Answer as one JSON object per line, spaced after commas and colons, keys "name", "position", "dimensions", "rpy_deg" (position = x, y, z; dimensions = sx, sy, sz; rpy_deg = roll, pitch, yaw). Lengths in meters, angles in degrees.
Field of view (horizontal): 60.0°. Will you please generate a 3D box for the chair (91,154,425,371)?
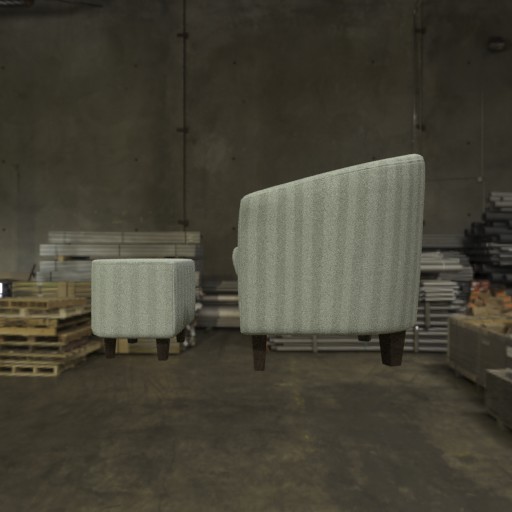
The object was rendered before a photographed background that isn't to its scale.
{"name": "chair", "position": [0.000, 0.000, 1.771], "dimensions": [1.288, 0.757, 0.756], "rpy_deg": [0, 0, 2]}
